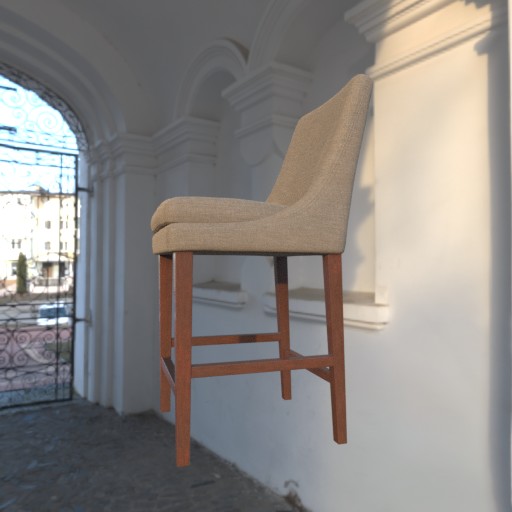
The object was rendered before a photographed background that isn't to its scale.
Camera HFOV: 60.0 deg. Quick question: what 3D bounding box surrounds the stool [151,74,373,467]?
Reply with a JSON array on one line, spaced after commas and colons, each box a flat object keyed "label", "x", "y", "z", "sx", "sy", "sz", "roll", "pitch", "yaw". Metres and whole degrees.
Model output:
[{"label": "stool", "x": 0.000, "y": 0.000, "z": 1.302, "sx": 0.577, "sy": 0.981, "sz": 0.470, "roll": 0, "pitch": -1, "yaw": -17}]
